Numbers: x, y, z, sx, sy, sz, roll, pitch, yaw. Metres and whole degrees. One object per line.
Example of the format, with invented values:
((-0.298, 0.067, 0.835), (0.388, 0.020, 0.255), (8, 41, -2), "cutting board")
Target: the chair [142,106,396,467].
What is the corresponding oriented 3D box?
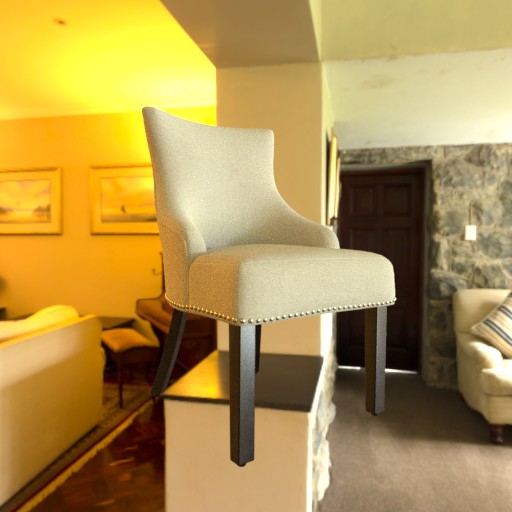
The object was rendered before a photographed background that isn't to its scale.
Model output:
((0.000, 0.000, 1.322), (0.566, 0.909, 0.629), (-2, 3, -37), "chair")
